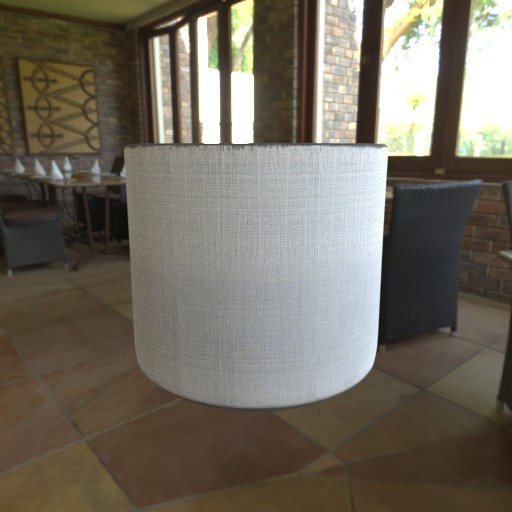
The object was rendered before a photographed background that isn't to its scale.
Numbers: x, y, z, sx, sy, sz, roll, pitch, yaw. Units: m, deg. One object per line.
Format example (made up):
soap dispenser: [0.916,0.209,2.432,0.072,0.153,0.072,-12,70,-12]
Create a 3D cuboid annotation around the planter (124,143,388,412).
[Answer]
planter: [0.000,0.000,0.410,0.226,0.201,0.226,0,14,0]
